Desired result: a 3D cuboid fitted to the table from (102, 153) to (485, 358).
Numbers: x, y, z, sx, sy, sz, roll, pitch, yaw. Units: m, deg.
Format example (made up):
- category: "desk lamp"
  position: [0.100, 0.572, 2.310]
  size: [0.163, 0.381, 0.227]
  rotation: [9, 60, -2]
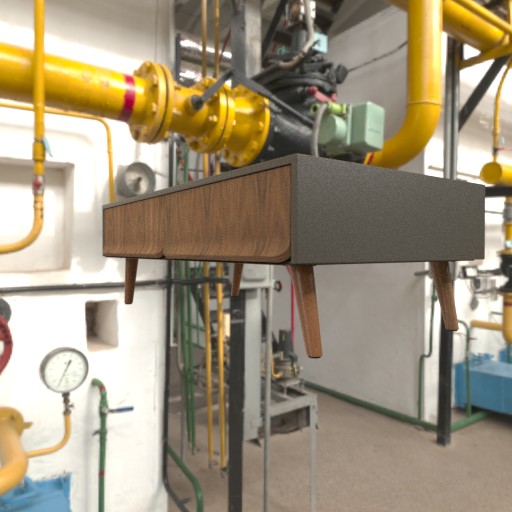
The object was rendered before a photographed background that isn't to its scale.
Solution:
- category: "table"
  position: [0.000, 0.000, 1.513]
  size: [0.703, 0.404, 1.201]
  rotation: [-1, 1, -36]
